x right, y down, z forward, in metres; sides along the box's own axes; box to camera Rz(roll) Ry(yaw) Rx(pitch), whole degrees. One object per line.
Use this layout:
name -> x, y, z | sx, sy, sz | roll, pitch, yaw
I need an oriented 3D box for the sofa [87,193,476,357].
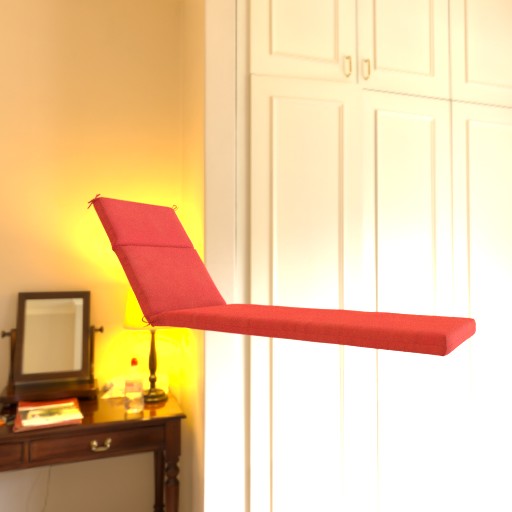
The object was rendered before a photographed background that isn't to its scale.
sofa -> 0.000, 0.000, 1.928 | 1.663, 0.622, 0.582 | -1, -2, 35
